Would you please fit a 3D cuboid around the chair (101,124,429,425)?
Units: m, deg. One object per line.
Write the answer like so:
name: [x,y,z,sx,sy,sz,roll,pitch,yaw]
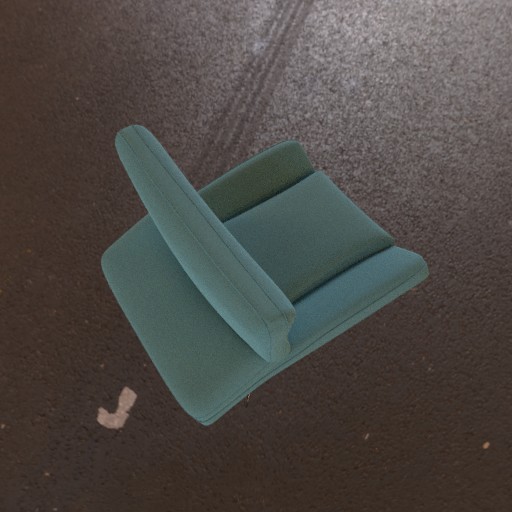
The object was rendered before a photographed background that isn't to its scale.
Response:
chair: [0.000,0.000,1.648,1.008,0.855,0.859,-30,61,-18]
